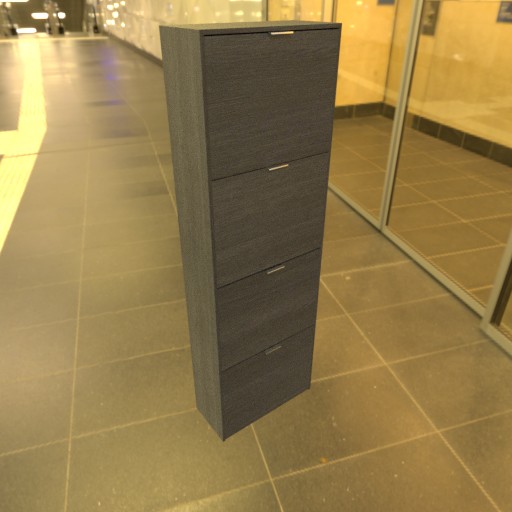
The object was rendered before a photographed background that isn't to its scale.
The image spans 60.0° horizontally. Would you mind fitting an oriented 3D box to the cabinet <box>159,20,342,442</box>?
[{"bbox_3d":[0.000,0.000,1.756,0.520,1.630,0.255,-21,36,-31],"label":"cabinet"}]
